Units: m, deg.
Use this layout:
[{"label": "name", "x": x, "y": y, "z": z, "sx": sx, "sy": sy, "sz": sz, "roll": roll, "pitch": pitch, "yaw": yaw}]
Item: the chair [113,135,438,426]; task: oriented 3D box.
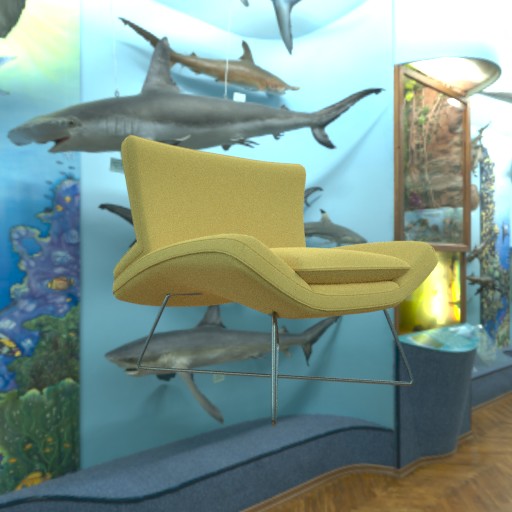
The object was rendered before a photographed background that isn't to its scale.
[{"label": "chair", "x": 0.000, "y": 0.000, "z": 1.646, "sx": 0.859, "sy": 0.855, "sz": 1.008, "roll": 0, "pitch": 0, "yaw": -37}]
